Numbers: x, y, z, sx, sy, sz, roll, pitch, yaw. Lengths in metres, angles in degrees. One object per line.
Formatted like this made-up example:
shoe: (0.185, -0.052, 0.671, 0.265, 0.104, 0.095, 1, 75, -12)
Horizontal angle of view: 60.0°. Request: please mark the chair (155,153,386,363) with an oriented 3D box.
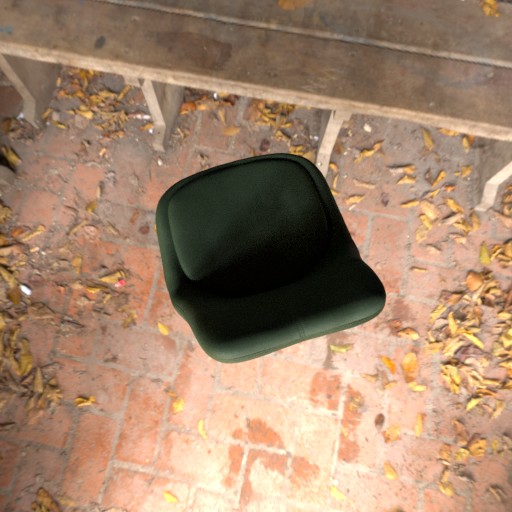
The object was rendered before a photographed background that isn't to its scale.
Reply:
chair: (0.000, 0.000, 1.200, 0.483, 0.865, 0.547, -17, 75, -4)
